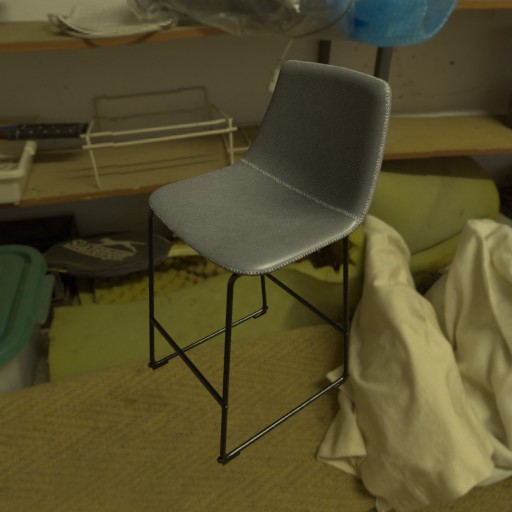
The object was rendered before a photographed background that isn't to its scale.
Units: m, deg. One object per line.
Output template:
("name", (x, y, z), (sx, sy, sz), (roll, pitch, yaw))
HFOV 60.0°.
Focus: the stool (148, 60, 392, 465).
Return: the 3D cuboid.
("stool", (0.000, 0.000, 1.171), (0.546, 0.876, 0.470), (-23, 40, -30))
